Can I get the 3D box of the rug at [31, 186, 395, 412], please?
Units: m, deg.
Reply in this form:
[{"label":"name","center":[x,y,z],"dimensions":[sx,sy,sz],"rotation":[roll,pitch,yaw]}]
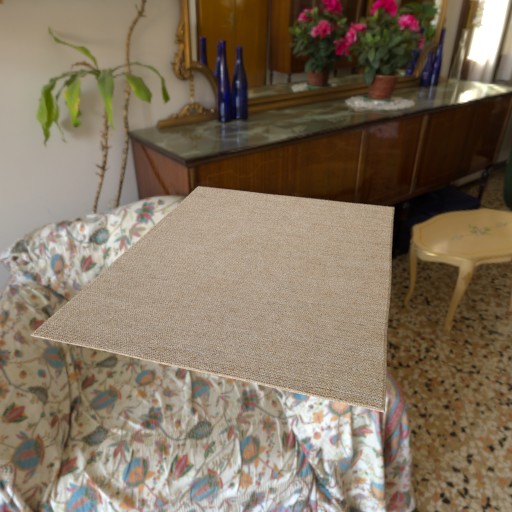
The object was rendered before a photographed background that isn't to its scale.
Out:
[{"label":"rug","center":[0.000,0.000,4.073],"dimensions":[2.406,0.012,3.034],"rotation":[8,31,14]}]
